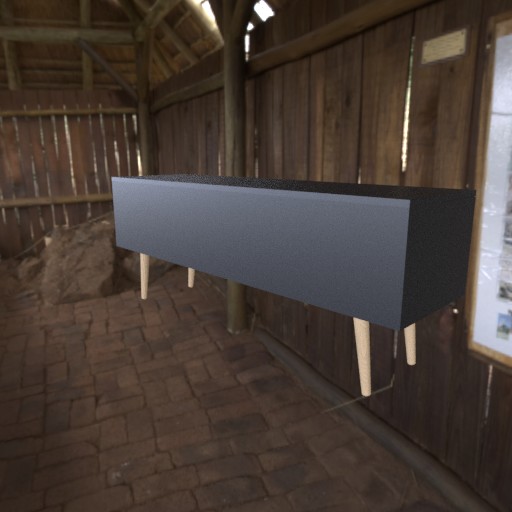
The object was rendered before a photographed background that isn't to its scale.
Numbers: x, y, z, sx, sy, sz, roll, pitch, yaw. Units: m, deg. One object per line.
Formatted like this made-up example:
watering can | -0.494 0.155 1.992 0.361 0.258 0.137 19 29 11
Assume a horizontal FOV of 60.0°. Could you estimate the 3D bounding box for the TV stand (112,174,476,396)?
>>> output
TV stand | 0.000 0.000 1.568 0.390 0.518 1.312 -12 18 -43
